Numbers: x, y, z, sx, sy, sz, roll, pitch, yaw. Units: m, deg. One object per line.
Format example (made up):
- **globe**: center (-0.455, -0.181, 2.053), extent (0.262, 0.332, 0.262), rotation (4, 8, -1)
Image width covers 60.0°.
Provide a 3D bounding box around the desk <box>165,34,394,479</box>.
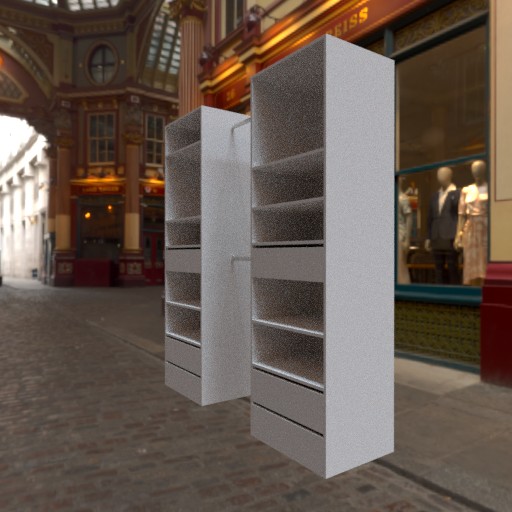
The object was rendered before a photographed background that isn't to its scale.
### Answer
- **desk**: center (0.000, 0.000, 2.851), extent (0.480, 2.000, 1.770), rotation (0, 0, -35)
